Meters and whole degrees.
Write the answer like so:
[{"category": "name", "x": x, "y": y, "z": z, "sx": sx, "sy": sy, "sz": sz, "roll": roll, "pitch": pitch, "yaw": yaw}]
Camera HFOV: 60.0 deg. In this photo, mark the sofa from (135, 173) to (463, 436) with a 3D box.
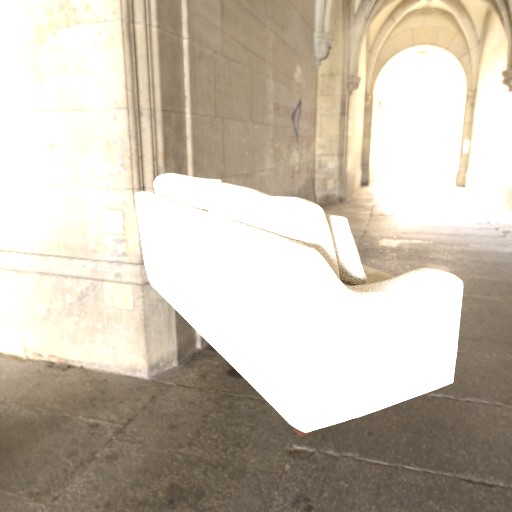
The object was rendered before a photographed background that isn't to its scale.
[{"category": "sofa", "x": 0.000, "y": 0.000, "z": 2.969, "sx": 1.009, "sy": 1.022, "sz": 2.470, "roll": -7, "pitch": 16, "yaw": -27}]
